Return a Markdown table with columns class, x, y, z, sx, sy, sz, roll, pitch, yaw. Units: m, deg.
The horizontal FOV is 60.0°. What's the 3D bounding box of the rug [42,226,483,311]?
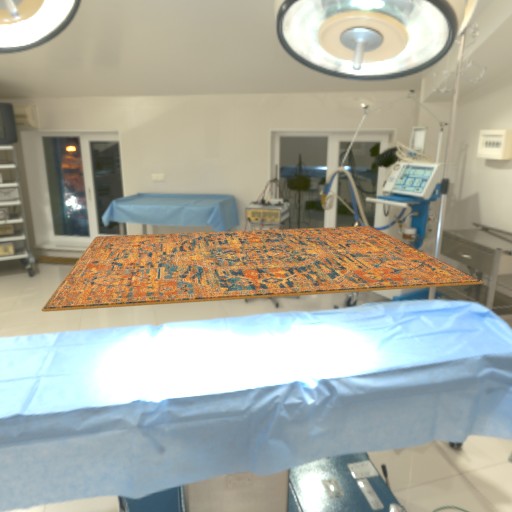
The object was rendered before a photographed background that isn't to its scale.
| class | x | y | z | sx | sy | sz | roll | pitch | yaw |
| --- | --- | --- | --- | --- | --- | --- | --- | --- | --- |
| rug | 0.000 | 0.000 | 1.113 | 0.863 | 0.008 | 0.557 | -3 | 16 | -10 |
